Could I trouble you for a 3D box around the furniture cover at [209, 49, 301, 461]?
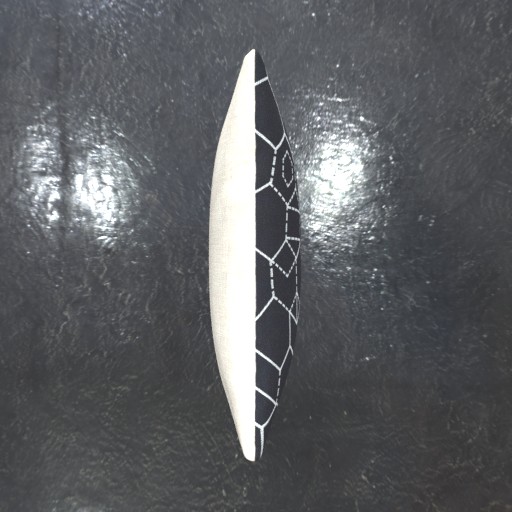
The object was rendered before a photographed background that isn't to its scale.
[{"bbox_3d":[0.000,0.000,0.804,0.158,0.508,0.517,0,90,1],"label":"furniture cover"}]
